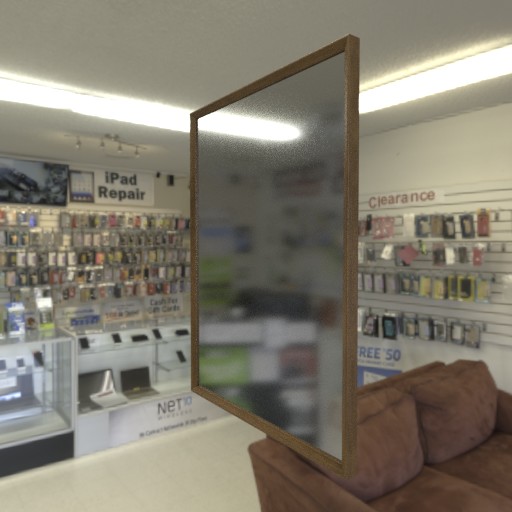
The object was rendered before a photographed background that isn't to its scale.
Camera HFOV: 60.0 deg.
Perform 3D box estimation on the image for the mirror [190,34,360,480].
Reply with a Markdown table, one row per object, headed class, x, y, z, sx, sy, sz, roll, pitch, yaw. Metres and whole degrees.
| class | x | y | z | sx | sy | sz | roll | pitch | yaw |
| --- | --- | --- | --- | --- | --- | --- | --- | --- | --- |
| mirror | 0.000 | 0.000 | 1.327 | 0.041 | 1.016 | 0.762 | -1 | 2 | -36 |
